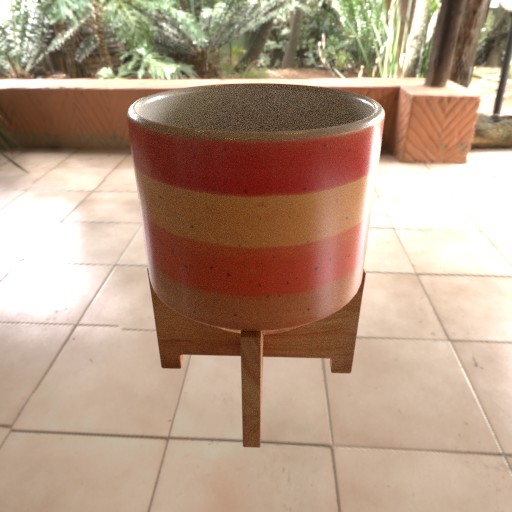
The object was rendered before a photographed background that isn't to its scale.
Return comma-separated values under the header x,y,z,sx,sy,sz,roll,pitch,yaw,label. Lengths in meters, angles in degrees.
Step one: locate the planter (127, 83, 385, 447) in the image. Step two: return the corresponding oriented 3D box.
x,y,z,sx,sy,sz,roll,pitch,yaw,label
0.000,0.000,0.402,0.199,0.268,0.199,0,30,0,planter
